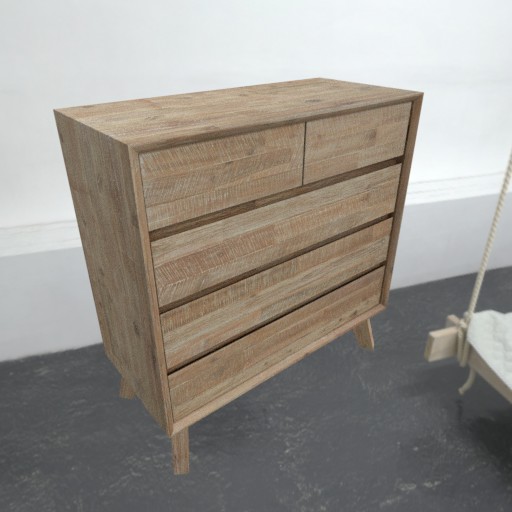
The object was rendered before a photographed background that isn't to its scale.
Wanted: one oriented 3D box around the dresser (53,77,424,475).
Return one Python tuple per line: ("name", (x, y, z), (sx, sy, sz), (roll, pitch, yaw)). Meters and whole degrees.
("dresser", (0.000, 0.000, 1.528), (0.998, 1.029, 0.455), (-21, 35, -33))
